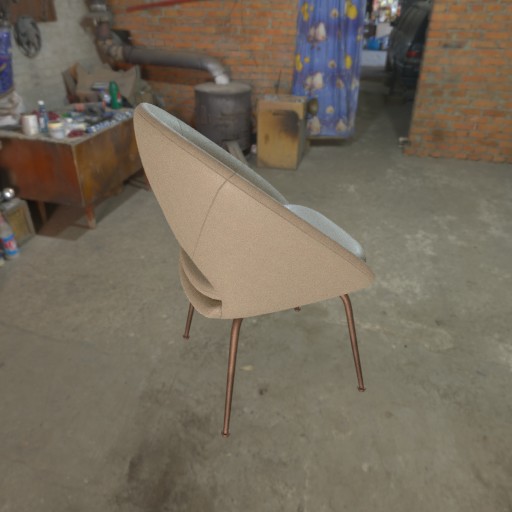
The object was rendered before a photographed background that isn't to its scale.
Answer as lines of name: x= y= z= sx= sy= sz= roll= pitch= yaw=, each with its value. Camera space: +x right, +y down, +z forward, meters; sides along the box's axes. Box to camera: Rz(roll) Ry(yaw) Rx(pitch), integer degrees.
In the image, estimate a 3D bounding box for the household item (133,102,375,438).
household item: x=0.000 y=0.000 z=1.263 sx=0.573 sy=0.852 sz=0.623 roll=-11 pitch=32 yaw=-19
